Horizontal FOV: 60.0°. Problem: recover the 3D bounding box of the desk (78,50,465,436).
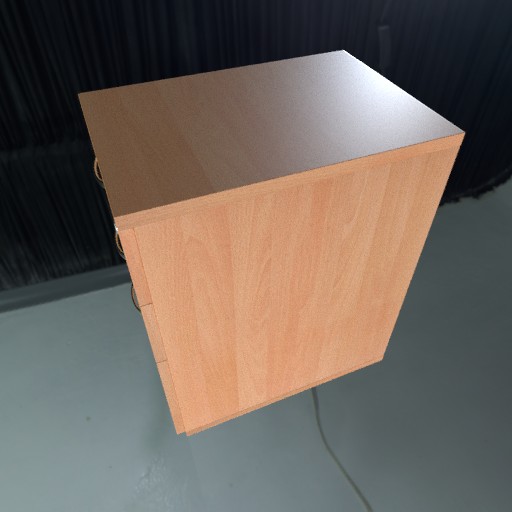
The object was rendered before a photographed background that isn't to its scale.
[{"bbox_3d":[0.000,0.000,1.057,0.600,0.730,0.404,-16,47,-16],"label":"desk"}]
